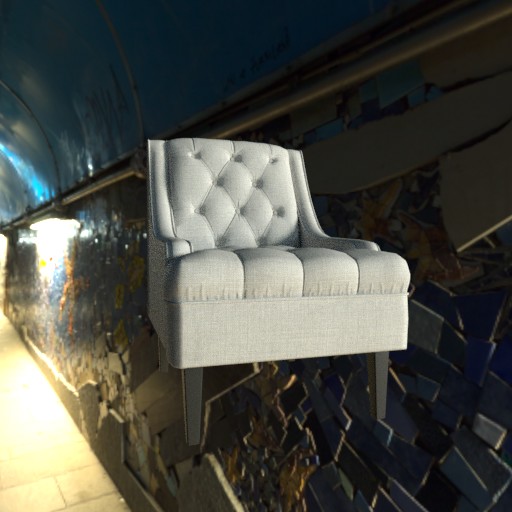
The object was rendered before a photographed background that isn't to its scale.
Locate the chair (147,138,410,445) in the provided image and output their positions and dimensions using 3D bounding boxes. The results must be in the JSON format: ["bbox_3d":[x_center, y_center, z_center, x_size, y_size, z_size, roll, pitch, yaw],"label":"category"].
[{"bbox_3d":[0.000,0.000,1.436,0.658,0.891,0.772,0,1,-18],"label":"chair"}]
